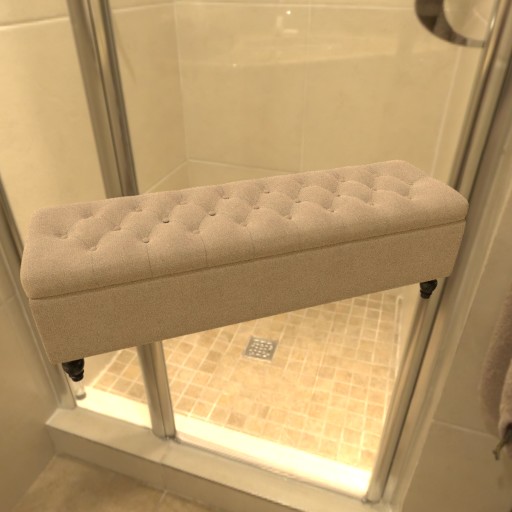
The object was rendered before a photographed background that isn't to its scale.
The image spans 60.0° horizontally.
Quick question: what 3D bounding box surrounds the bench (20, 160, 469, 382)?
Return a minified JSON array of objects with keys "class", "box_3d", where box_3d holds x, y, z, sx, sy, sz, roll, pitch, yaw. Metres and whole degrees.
[{"class":"bench","box_3d":[0.000,0.000,1.652,1.480,0.467,0.455,-10,34,-16]}]
